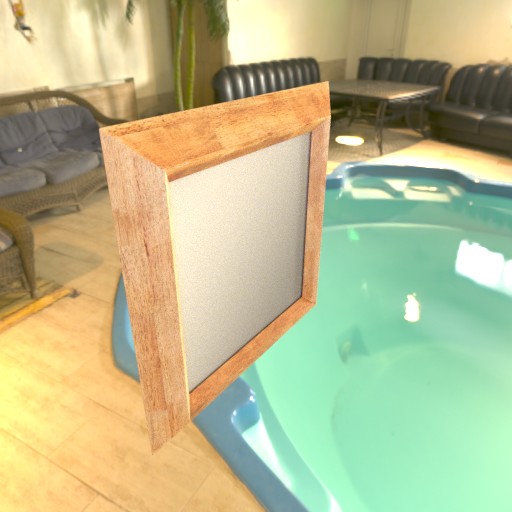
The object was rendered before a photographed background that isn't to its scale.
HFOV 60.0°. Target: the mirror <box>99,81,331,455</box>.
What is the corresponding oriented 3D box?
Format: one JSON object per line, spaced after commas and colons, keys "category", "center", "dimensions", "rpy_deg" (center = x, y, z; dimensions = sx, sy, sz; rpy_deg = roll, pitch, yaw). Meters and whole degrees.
{"category": "mirror", "center": [0.000, 0.000, 0.965], "dimensions": [0.047, 0.651, 0.651], "rpy_deg": [19, 33, 31]}
